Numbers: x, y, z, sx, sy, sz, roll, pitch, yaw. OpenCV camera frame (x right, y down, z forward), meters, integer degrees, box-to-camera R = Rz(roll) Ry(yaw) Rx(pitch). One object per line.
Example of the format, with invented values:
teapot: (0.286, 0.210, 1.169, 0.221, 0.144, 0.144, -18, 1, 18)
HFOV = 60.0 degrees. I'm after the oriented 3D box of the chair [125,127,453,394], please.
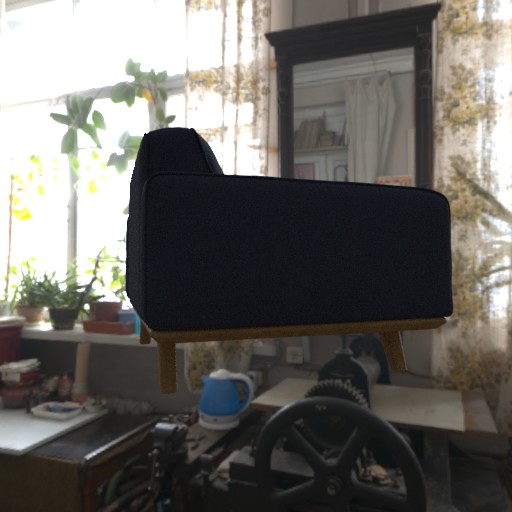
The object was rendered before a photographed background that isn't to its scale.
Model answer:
chair: (0.000, 0.000, 1.753, 0.953, 0.783, 1.118, 0, -1, -19)
